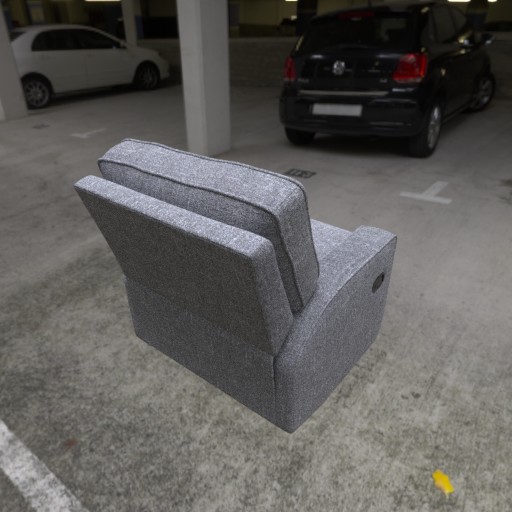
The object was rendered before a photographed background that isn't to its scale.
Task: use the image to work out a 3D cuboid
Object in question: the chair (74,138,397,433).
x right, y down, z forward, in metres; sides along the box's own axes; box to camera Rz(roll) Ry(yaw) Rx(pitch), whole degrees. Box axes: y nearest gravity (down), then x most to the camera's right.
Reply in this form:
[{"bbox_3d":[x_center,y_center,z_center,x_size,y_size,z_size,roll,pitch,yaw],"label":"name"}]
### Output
[{"bbox_3d":[0.000,0.000,1.726,0.861,0.962,0.964,22,37,32],"label":"chair"}]
